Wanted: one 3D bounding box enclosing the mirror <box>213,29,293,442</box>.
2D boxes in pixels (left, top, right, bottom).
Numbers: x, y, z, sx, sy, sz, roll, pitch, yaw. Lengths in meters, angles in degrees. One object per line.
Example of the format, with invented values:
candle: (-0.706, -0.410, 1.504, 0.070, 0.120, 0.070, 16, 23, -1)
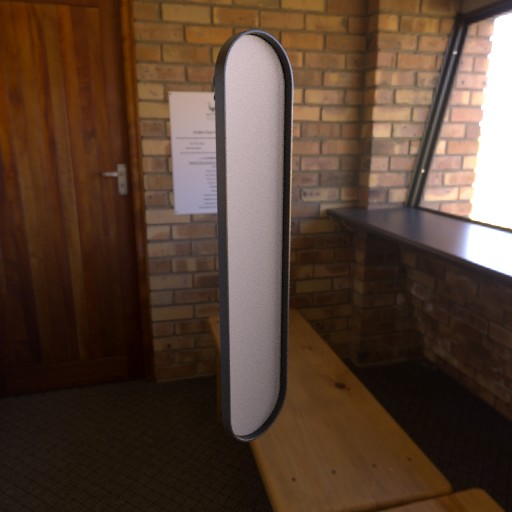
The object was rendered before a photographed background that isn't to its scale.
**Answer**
mirror: (0.000, 0.000, 1.069, 0.032, 0.991, 0.222, 13, 20, 42)
